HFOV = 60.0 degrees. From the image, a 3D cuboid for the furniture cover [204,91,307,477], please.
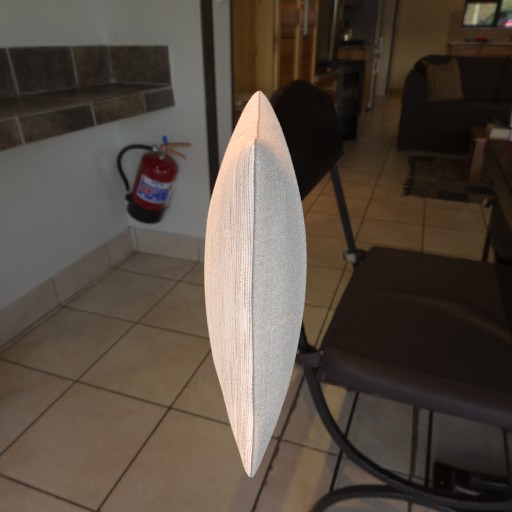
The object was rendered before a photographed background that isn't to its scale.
[{"bbox_3d":[0.000,0.000,0.791,0.178,0.506,0.512,0,26,1],"label":"furniture cover"}]
